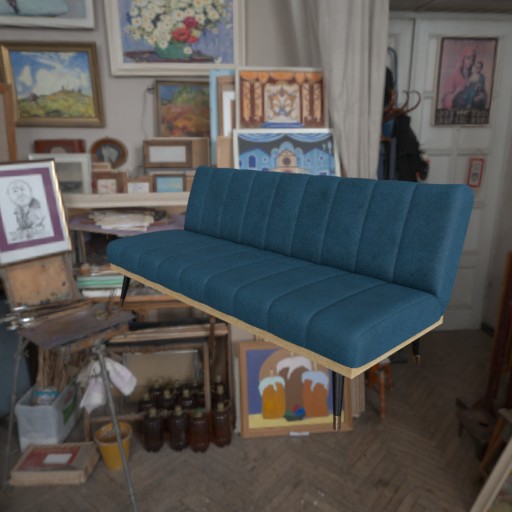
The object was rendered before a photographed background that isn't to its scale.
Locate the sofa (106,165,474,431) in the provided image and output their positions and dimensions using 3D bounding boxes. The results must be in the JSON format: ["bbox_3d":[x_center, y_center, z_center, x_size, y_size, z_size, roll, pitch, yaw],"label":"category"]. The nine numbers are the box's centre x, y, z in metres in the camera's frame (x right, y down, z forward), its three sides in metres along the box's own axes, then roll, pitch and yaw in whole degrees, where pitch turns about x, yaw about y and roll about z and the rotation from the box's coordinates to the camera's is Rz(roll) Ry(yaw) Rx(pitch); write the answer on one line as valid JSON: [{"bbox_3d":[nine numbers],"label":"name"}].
[{"bbox_3d":[0.000,0.000,2.307,0.830,0.825,1.810,-14,20,-41],"label":"sofa"}]
